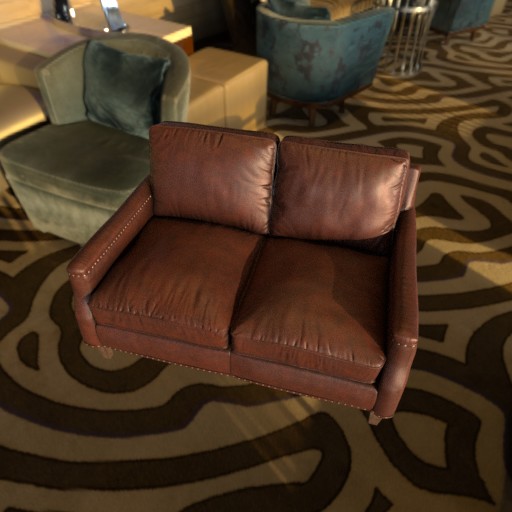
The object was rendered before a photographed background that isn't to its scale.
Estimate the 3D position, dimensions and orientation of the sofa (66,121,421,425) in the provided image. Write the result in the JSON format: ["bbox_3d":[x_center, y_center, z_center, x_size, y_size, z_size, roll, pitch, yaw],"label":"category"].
[{"bbox_3d":[0.000,0.000,2.316,1.628,1.003,1.083,10,43,11],"label":"sofa"}]
